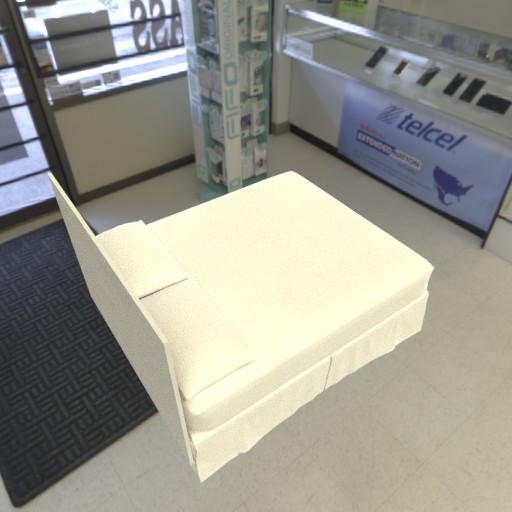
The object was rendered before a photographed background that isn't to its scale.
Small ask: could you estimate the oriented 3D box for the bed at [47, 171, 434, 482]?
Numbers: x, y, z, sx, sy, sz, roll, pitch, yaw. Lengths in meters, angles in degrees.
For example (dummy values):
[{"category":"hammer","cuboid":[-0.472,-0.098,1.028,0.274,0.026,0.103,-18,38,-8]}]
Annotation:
[{"category":"bed","cuboid":[0.000,0.000,3.179,2.094,1.335,1.745,-25,47,-26]}]
